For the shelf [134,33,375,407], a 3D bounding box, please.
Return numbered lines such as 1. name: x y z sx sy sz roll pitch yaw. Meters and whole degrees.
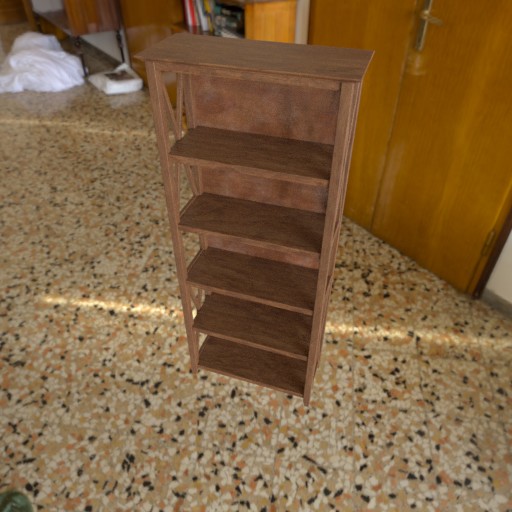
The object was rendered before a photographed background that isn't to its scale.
1. shelf: 0.000 0.000 2.207 0.805 1.905 0.335 12 41 14
